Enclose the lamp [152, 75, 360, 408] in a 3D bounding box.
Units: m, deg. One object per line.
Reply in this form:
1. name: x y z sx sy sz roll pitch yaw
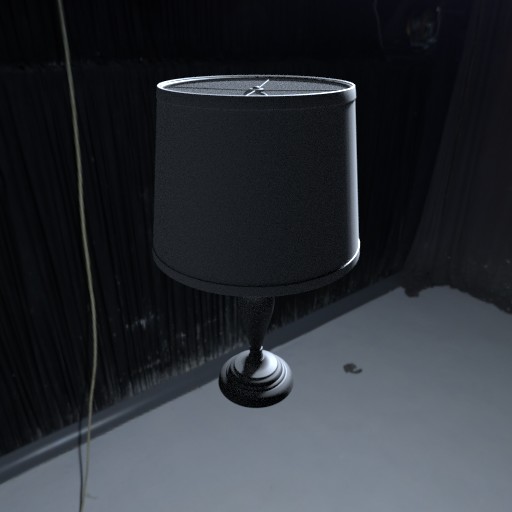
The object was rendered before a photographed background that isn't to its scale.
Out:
1. lamp: 0.000 0.000 0.688 0.310 0.501 0.310 0 27 0
